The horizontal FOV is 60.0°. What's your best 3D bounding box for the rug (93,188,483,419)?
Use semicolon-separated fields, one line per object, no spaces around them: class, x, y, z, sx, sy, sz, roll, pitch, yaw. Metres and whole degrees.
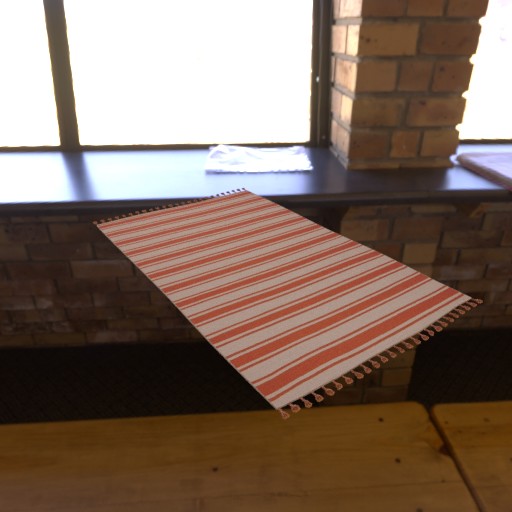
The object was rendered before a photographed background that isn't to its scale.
rug;0.000;0.000;2.560;1.232;0.017;2.092;-18;33;-31
